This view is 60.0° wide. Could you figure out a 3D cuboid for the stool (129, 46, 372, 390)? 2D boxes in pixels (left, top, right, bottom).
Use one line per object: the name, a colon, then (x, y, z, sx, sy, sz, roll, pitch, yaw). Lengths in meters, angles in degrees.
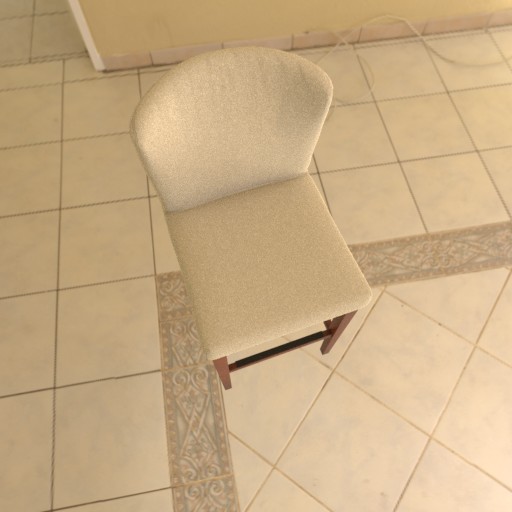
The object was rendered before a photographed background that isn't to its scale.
stool: (0.000, 0.000, 1.369, 0.479, 1.069, 0.568, -18, 65, -9)
